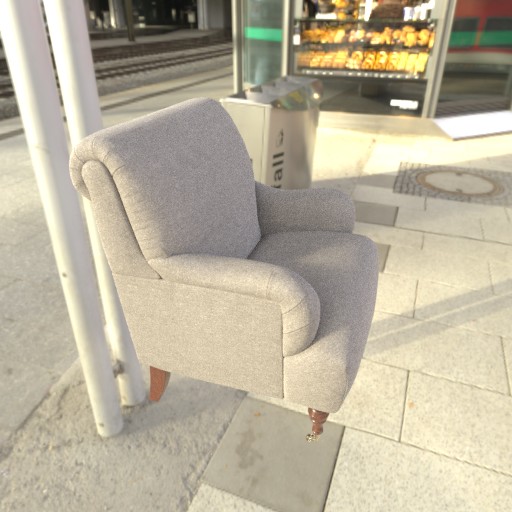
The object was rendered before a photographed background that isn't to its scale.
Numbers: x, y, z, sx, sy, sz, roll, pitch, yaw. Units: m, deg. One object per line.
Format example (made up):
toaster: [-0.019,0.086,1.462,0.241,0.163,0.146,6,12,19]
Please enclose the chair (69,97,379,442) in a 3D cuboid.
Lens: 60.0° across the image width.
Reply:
chair: [0.000,0.000,1.548,0.843,0.942,0.766,9,30,17]
